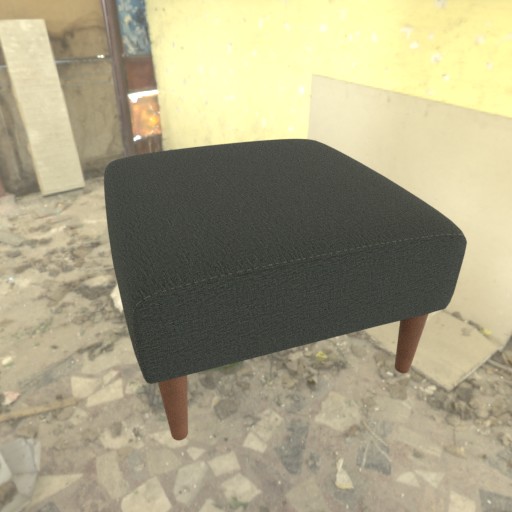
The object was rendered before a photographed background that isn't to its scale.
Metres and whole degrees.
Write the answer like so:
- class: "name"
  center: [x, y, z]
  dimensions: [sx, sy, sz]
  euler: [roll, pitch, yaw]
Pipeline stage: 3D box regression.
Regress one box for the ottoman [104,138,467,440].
- class: "ottoman"
  center: [0.000, 0.000, 1.067]
  dimensions: [0.649, 0.398, 0.650]
  euler: [-10, 32, -17]
